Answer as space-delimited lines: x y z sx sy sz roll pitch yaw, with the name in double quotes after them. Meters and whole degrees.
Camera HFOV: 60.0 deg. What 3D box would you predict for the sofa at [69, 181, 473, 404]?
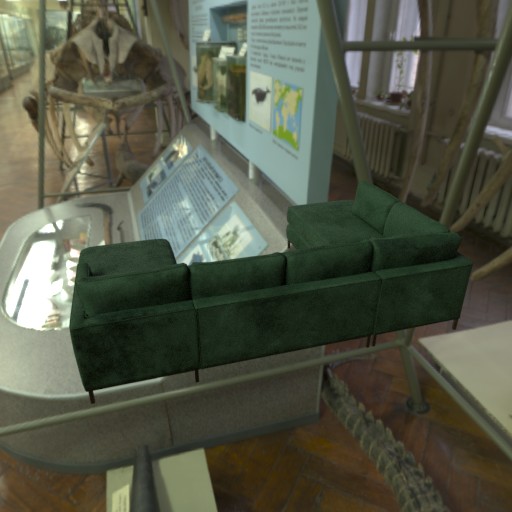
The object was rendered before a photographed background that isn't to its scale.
0.000 0.000 3.943 2.994 0.861 1.992 -8 27 -15 "sofa"
